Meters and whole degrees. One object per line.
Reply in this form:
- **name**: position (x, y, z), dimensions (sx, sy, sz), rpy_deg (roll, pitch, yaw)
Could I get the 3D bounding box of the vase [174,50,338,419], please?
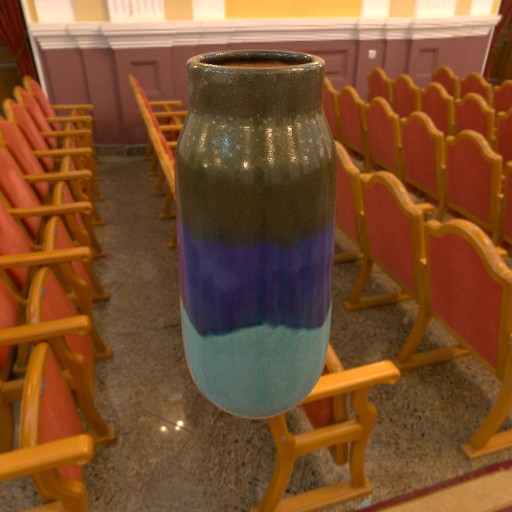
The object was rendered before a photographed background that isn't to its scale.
- **vase**: position (0.000, 0.000, 0.379), dimensions (0.139, 0.313, 0.139), rpy_deg (0, 31, 0)
